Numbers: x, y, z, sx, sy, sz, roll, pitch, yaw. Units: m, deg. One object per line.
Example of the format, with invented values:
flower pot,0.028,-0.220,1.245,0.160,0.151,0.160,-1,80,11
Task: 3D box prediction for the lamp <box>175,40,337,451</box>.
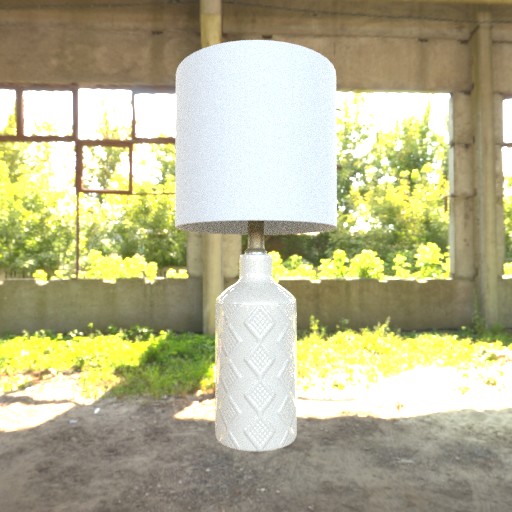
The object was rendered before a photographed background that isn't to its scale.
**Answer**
lamp,0.000,0.000,0.574,0.207,0.461,0.207,1,-2,-37
